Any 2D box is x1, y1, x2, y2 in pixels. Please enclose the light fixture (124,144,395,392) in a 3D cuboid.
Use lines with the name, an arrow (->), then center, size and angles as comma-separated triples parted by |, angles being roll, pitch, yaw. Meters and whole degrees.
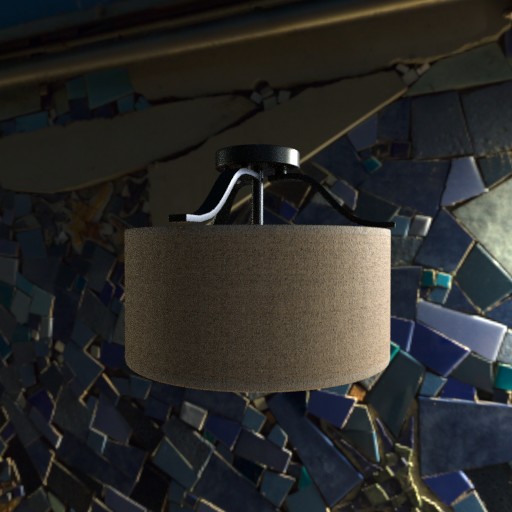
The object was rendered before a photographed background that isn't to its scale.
light fixture -> 0.000, 0.000, 0.662 | 0.390, 0.306, 0.390 | 0, 1, 0
